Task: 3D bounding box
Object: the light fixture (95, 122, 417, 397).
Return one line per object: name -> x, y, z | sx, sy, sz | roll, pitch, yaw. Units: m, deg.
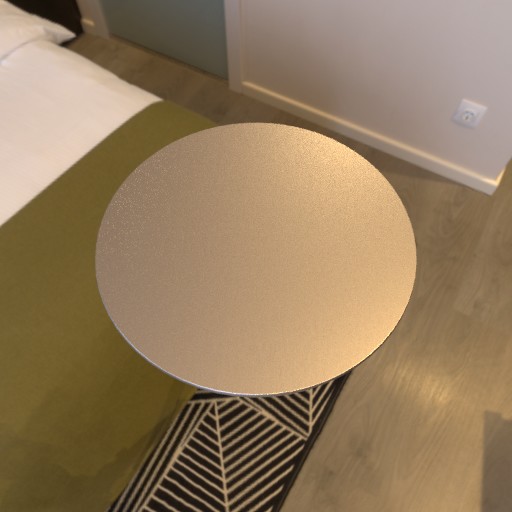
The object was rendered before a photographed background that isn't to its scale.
light fixture -> 0.000, 0.000, 0.555 | 0.368, 0.100, 0.368 | 0, 59, 0
